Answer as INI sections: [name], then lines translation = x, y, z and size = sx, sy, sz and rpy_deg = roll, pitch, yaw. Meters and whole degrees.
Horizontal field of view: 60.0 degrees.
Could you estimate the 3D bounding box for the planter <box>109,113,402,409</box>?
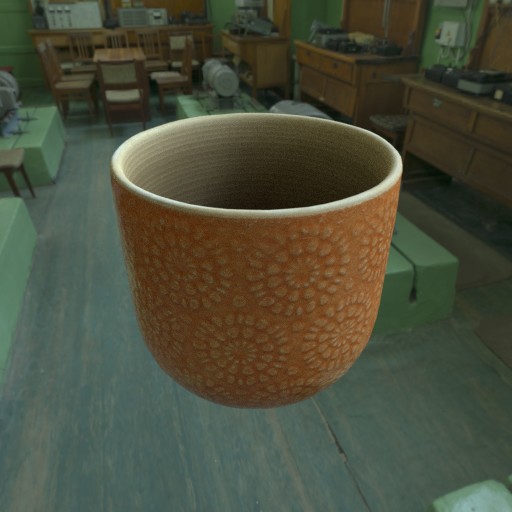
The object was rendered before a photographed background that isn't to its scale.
[planter]
translation = 0.000, 0.000, 0.292
size = 0.170, 0.152, 0.170
rpy_deg = 0, 32, 0
